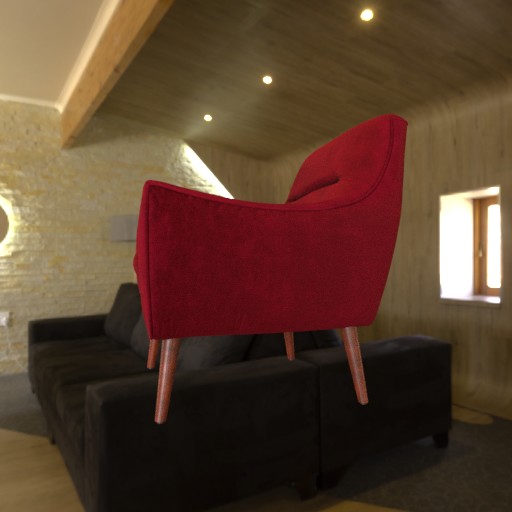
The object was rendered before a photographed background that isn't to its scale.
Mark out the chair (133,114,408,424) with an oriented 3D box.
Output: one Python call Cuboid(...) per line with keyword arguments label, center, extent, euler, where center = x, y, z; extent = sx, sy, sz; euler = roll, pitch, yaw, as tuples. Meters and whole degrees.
Cuboid(label="chair", center=(0.000, 0.000, 1.473), extent=(0.787, 0.838, 0.762), euler=(0, -1, -16))
